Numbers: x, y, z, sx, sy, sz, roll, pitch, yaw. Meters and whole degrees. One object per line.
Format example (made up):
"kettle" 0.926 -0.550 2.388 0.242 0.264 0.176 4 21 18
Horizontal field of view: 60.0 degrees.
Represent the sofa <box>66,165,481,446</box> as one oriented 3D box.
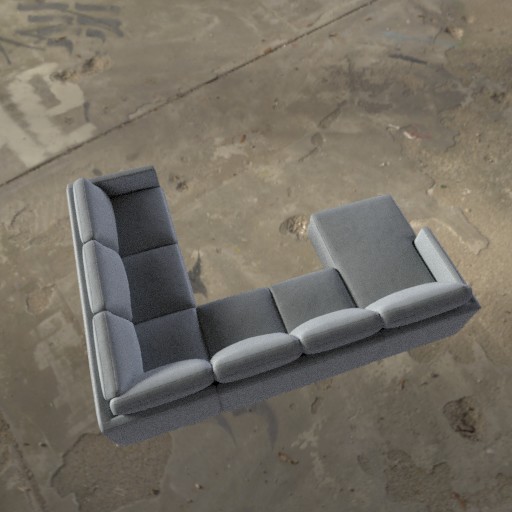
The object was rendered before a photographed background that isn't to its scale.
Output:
"sofa" 0.000 0.000 4.329 3.238 0.853 2.551 -16 59 -10
